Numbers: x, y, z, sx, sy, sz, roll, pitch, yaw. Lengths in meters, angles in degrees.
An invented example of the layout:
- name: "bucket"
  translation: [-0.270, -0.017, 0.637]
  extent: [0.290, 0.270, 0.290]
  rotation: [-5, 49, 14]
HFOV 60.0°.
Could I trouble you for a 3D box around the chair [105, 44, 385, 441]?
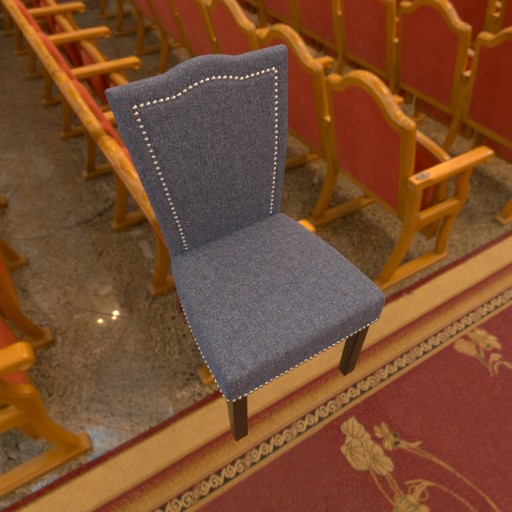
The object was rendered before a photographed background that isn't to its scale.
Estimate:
- name: "chair"
  translation: [0.000, 0.000, 1.273]
  extent: [0.518, 0.946, 0.589]
  rotation: [-24, 52, -21]
